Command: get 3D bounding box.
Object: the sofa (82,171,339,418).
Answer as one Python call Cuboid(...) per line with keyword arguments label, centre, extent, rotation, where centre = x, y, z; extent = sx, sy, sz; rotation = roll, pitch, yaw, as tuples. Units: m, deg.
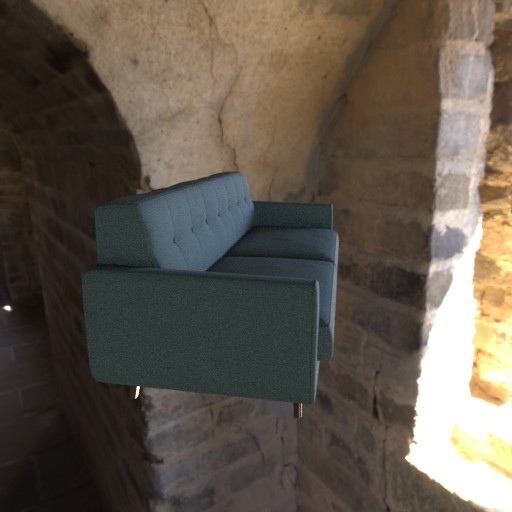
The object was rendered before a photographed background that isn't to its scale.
Cuboid(label="sofa", centre=(0.000, 0.000, 2.505), extent=(0.909, 0.841, 2.029), rotation=(3, 15, 11))
